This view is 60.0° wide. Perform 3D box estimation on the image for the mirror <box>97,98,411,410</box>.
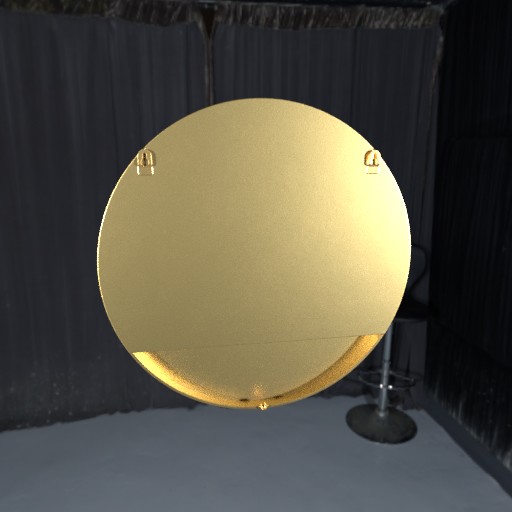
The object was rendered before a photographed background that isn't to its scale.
[{"bbox_3d":[0.000,0.000,0.698,0.457,0.457,0.133,-2,13,-10],"label":"mirror"}]
